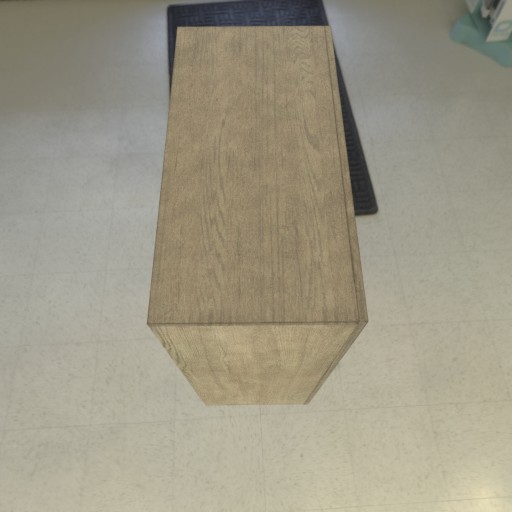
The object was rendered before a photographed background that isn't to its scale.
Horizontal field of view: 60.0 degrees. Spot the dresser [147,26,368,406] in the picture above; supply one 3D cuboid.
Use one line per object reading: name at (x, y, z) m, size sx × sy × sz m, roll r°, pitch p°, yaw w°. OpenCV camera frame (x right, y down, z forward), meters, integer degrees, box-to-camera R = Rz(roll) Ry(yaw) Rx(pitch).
dresser at (0.000, 0.000, 1.755) m, size 0.483 × 1.295 × 0.967 m, roll -1°, pitch 64°, yaw 0°
